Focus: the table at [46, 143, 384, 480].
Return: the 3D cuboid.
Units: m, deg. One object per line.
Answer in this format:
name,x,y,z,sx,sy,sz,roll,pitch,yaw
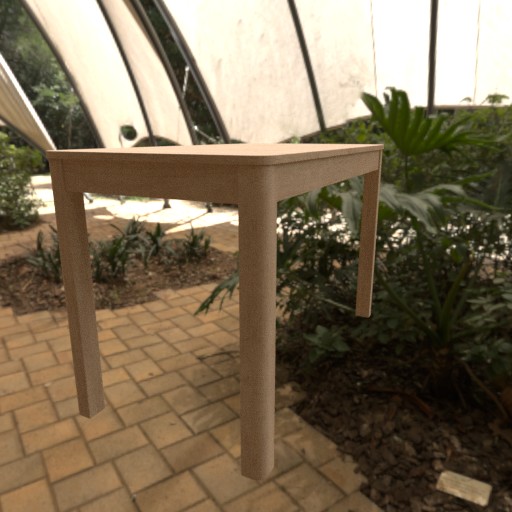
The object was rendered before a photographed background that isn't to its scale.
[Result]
table,0.000,0.000,1.882,0.750,0.900,1.400,7,17,25
